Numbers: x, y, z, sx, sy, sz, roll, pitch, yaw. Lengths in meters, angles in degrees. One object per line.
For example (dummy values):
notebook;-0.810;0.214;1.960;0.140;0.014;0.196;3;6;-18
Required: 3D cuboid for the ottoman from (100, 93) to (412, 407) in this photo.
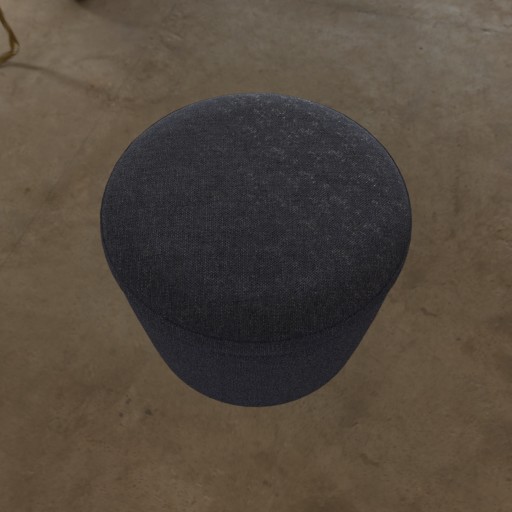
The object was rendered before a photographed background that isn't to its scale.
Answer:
ottoman;0.000;0.000;0.899;0.520;0.430;0.520;0;60;0
